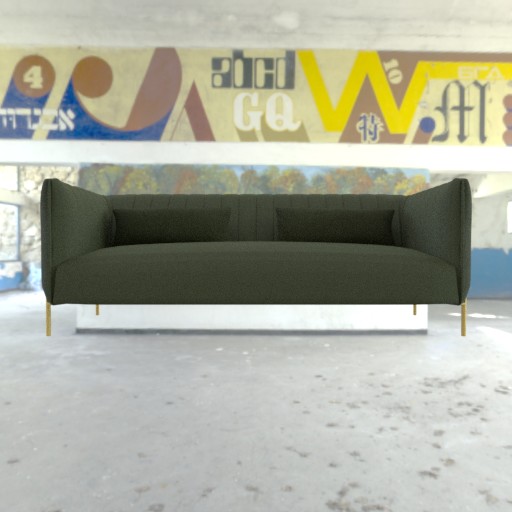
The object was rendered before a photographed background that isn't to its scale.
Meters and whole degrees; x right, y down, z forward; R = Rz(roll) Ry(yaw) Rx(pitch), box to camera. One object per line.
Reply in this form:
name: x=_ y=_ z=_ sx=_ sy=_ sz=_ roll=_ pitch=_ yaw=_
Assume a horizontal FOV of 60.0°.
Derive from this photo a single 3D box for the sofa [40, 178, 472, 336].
sofa: x=0.000 y=0.000 z=2.540 sx=2.137 sy=0.793 sz=0.896 roll=0 pitch=1 yaw=0
